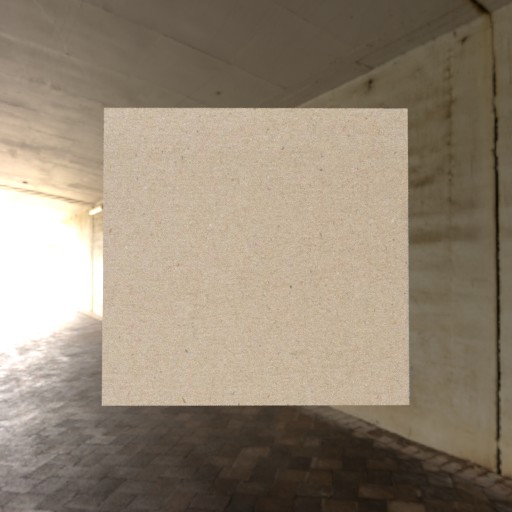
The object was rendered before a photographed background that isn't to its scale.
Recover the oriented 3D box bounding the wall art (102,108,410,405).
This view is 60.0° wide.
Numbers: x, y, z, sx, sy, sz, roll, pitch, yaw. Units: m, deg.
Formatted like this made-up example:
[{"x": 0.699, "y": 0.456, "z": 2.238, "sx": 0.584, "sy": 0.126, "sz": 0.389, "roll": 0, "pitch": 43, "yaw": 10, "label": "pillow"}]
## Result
[{"x": 0.000, "y": 0.000, "z": 0.489, "sx": 0.327, "sy": 0.318, "sz": 0.029, "roll": 0, "pitch": -1, "yaw": 0, "label": "wall art"}]
